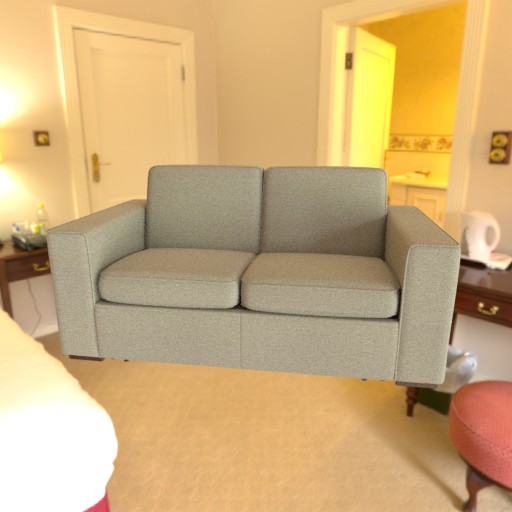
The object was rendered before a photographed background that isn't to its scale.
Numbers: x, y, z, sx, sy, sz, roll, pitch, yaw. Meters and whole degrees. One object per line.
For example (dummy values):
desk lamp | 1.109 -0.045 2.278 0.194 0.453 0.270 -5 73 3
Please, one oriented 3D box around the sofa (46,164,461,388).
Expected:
sofa | 0.000 0.000 2.406 1.812 0.924 1.007 2 16 8
